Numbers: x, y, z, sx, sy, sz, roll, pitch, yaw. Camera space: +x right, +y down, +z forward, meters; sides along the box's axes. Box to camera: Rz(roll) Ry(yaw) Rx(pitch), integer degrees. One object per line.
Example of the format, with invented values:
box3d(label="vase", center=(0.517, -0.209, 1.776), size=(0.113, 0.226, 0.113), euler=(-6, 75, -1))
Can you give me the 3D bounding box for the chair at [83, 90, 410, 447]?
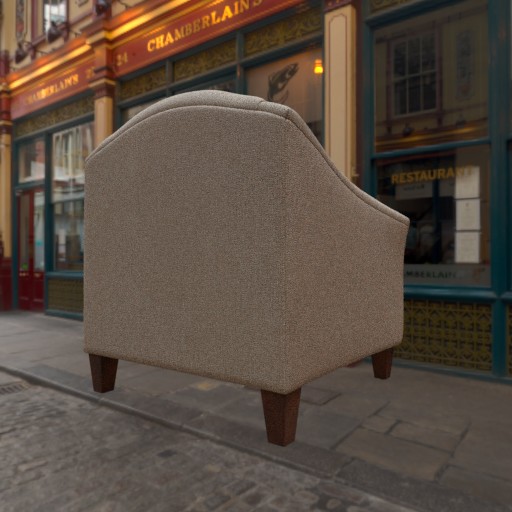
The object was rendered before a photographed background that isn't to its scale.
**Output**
box3d(label="chair", center=(0.000, 0.000, 1.445), size=(0.763, 0.839, 0.787), euler=(-1, -1, 37))
